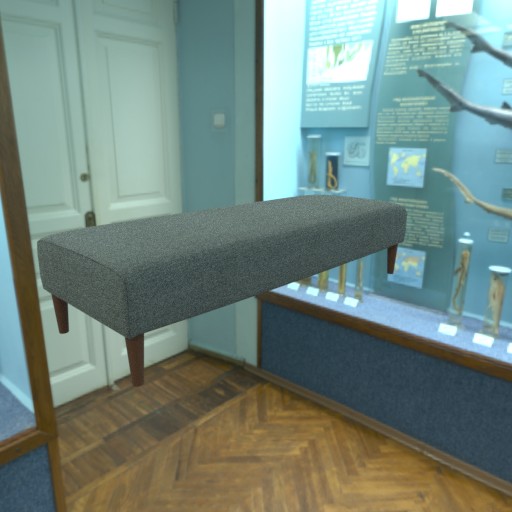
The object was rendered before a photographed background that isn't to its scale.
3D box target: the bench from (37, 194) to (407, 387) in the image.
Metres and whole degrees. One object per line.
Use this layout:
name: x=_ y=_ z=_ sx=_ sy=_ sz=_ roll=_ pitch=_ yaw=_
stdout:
bench: x=0.000 y=0.000 z=1.927 sx=0.631 sy=0.384 sz=1.598 roll=14 pitch=21 yaw=42
